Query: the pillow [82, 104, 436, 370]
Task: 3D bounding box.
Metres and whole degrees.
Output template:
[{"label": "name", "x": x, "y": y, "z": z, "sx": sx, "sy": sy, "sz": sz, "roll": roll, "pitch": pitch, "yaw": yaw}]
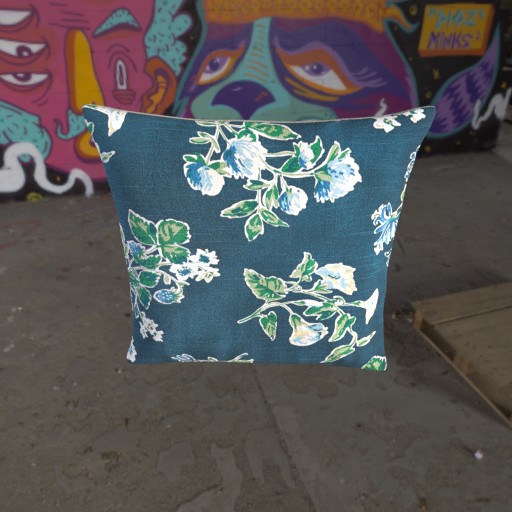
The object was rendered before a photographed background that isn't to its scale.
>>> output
[{"label": "pillow", "x": 0.000, "y": 0.000, "z": 0.775, "sx": 0.525, "sy": 0.508, "sz": 0.166, "roll": 1, "pitch": 30, "yaw": 2}]
